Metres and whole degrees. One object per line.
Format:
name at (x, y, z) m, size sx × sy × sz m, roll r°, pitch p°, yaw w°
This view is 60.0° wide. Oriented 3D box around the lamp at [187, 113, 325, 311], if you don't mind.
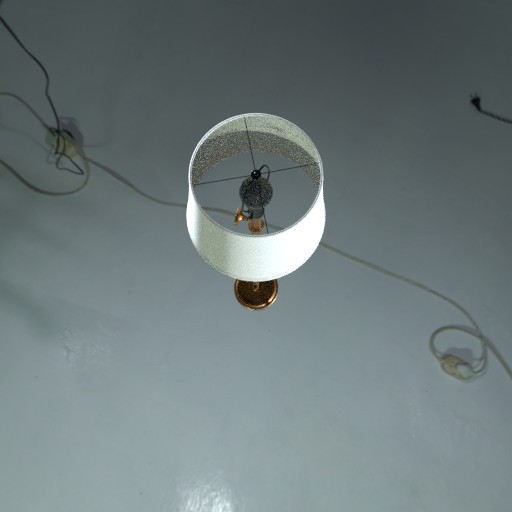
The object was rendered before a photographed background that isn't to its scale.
lamp at (0.000, 0.000, 0.796) m, size 0.178 × 0.710 × 0.178 m, roll 0°, pitch 76°, yaw 0°
